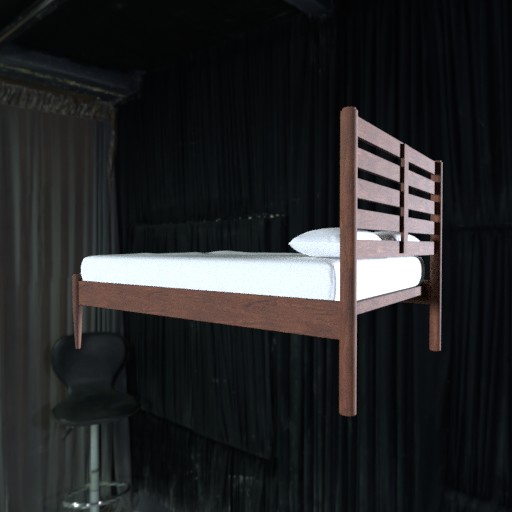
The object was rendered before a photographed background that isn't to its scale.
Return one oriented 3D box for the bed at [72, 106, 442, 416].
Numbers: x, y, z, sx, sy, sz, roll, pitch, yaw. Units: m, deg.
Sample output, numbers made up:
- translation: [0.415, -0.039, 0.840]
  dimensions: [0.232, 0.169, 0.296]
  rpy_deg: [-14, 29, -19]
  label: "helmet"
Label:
- translation: [0.000, 0.000, 3.069]
  dimensions: [2.093, 1.304, 1.509]
  rpy_deg: [1, 2, 36]
  label: "bed"
